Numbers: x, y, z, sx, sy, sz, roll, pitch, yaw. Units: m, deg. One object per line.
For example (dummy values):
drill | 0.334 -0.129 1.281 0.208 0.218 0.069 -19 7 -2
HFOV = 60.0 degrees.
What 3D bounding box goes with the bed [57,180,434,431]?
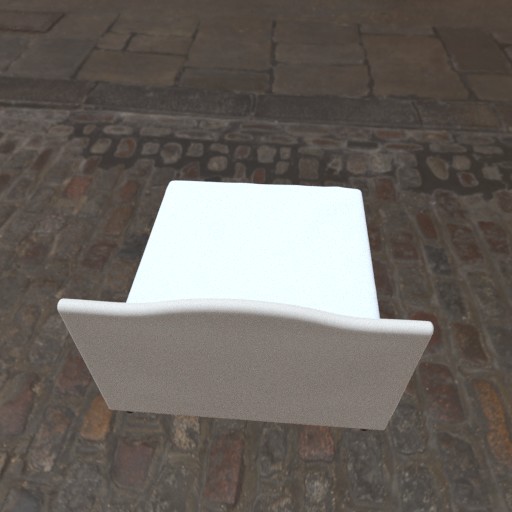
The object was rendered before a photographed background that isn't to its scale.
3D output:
bed | 0.000 0.000 3.595 2.083 1.421 2.182 3 46 3
